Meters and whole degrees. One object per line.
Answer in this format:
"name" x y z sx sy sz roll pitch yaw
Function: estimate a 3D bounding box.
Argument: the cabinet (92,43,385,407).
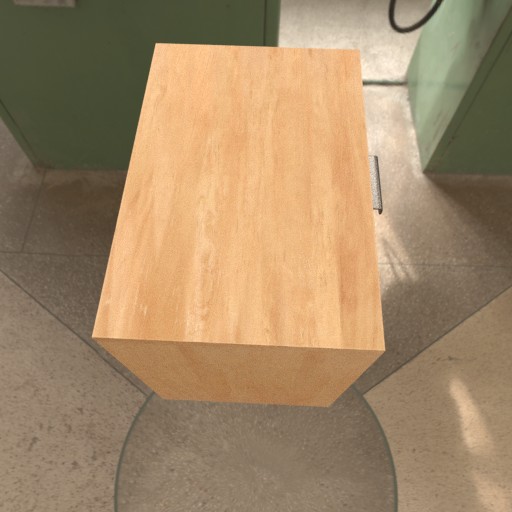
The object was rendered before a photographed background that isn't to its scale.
"cabinet" 0.000 0.000 0.950 0.394 0.599 0.551 2 63 1
